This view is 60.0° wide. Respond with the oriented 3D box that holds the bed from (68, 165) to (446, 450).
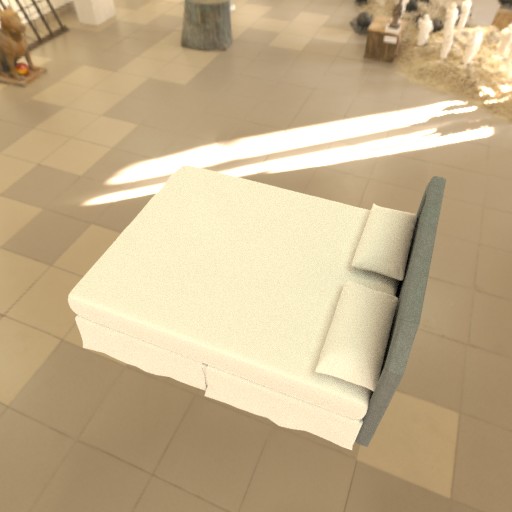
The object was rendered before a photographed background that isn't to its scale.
[{"bbox_3d":[0.000,0.000,3.609,2.464,1.306,1.977,17,49,15],"label":"bed"}]
